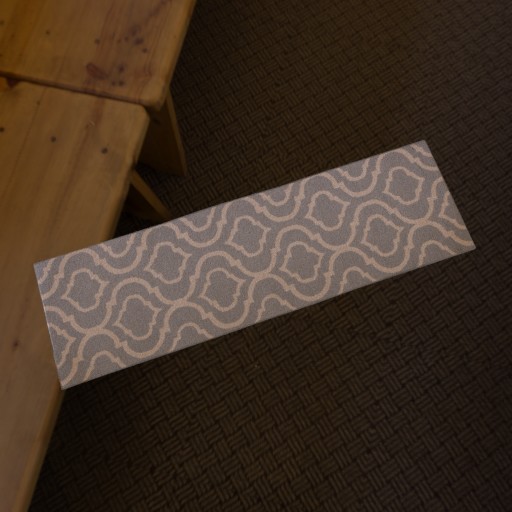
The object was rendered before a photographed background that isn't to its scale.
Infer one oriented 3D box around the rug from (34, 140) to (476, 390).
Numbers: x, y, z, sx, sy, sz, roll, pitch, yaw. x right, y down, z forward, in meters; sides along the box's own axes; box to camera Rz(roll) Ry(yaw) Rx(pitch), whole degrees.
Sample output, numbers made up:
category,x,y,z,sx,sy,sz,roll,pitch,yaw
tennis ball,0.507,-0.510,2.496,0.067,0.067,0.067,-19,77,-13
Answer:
category,x,y,z,sx,sy,sz,roll,pitch,yaw
rug,0.000,0.000,2.374,2.275,0.009,0.684,-18,77,-4
